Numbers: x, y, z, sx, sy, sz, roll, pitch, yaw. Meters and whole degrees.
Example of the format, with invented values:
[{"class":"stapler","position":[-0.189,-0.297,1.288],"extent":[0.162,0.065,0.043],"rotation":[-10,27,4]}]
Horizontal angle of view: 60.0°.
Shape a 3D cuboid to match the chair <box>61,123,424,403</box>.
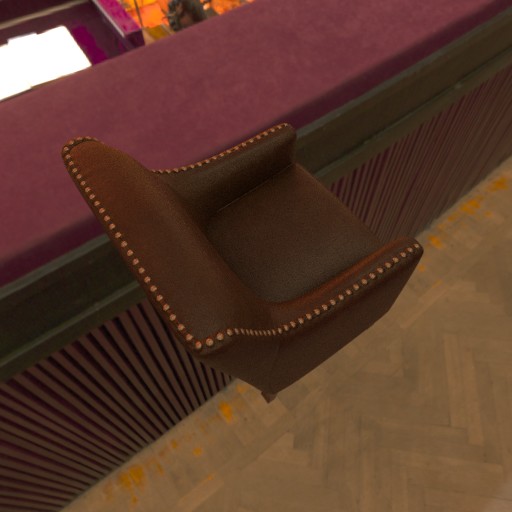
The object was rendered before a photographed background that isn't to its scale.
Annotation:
[{"class":"chair","position":[0.000,0.000,1.317],"extent":[0.704,0.813,0.639],"rotation":[-31,63,-18]}]
